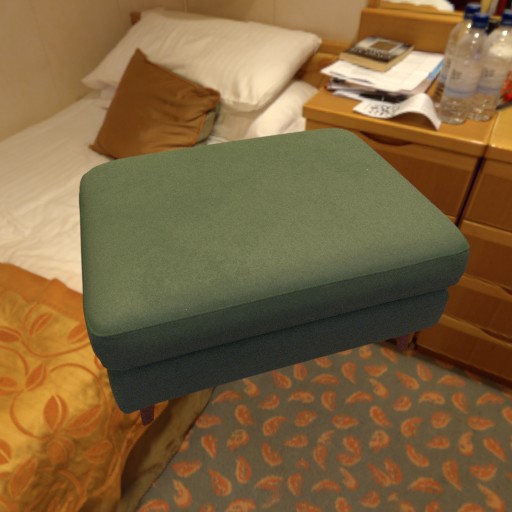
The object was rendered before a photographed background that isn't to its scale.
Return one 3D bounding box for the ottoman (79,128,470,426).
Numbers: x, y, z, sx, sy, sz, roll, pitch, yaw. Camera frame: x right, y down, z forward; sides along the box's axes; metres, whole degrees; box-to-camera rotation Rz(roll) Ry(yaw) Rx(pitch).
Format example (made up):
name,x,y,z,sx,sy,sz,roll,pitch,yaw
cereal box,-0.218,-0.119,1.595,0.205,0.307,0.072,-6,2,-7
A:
name,x,y,z,sx,sy,sz,roll,pitch,yaw
ottoman,0.000,0.000,1.150,0.811,0.449,0.608,-12,43,-13
